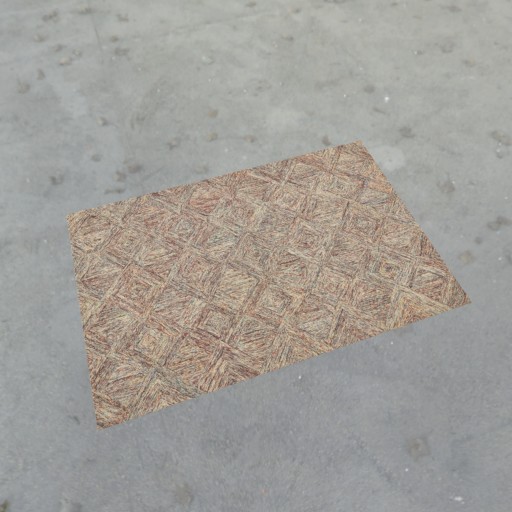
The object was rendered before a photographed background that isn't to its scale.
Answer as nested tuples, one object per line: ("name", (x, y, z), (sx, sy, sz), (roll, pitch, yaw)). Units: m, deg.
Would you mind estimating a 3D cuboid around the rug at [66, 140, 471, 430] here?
("rug", (0.000, 0.000, 2.921), (2.285, 0.019, 1.523), (-16, 58, -10))
